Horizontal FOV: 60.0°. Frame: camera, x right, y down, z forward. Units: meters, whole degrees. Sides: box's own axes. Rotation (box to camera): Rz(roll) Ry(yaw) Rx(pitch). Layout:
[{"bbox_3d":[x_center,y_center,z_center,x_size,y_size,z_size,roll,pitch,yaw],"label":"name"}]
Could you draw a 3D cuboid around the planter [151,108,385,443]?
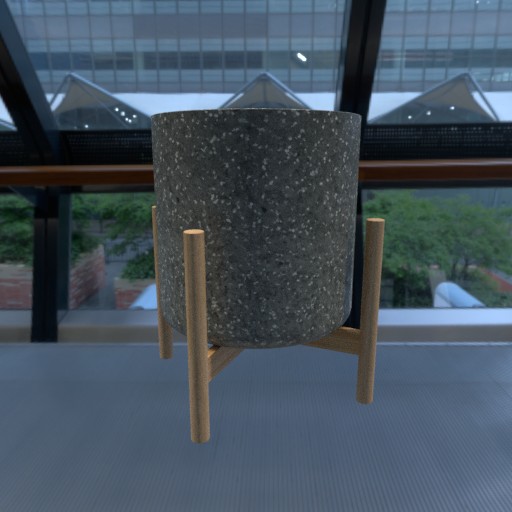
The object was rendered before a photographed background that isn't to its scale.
[{"bbox_3d":[0.000,0.000,0.703,0.360,0.419,0.360,-12,18,-42],"label":"planter"}]
